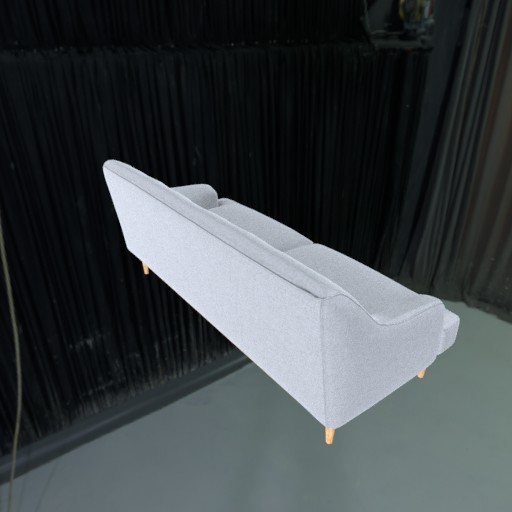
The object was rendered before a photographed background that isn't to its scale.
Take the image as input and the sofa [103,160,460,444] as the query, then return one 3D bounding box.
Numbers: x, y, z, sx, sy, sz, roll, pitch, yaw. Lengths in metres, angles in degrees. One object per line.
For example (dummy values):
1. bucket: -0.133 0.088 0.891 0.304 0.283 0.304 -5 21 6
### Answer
1. sofa: 0.000 0.000 2.569 0.978 0.871 2.057 -20 34 -32
